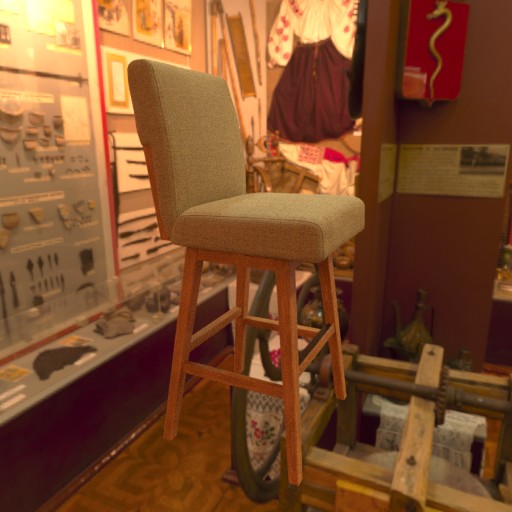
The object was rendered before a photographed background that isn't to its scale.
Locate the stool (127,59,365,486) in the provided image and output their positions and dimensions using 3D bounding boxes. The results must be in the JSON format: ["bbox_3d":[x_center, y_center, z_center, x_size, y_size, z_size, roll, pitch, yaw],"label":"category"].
[{"bbox_3d":[0.000,0.000,1.360,0.569,1.106,0.483,7,16,25],"label":"stool"}]
